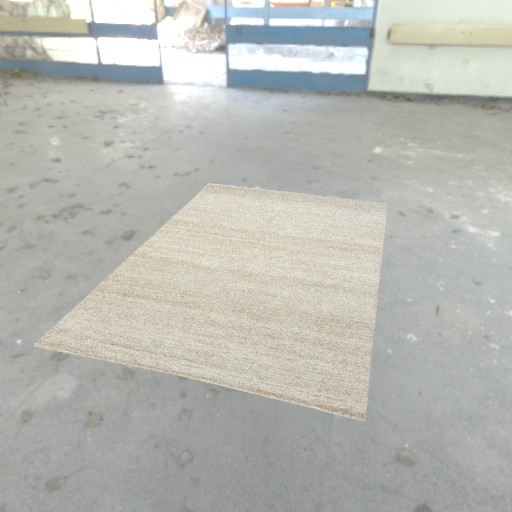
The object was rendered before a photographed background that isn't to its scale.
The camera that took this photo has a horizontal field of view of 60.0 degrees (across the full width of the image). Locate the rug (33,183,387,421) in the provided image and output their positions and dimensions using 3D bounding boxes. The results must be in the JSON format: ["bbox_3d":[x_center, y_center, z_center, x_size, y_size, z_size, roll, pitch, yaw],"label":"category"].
[{"bbox_3d":[0.000,0.000,2.912,1.596,0.030,2.283,9,31,14],"label":"rug"}]
